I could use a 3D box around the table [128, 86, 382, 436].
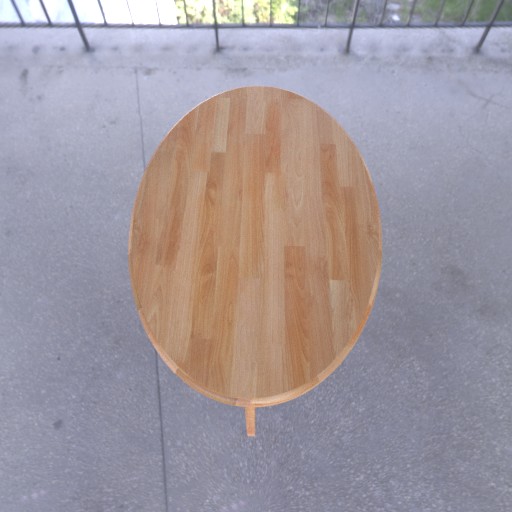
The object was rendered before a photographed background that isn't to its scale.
[{"bbox_3d":[0.000,0.000,1.405,0.690,0.490,1.040,1,59,1],"label":"table"}]
